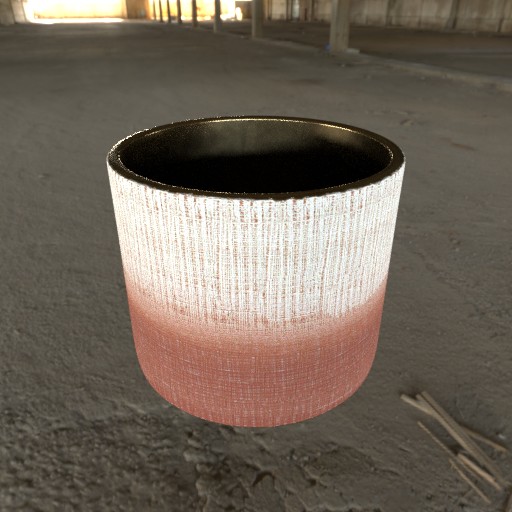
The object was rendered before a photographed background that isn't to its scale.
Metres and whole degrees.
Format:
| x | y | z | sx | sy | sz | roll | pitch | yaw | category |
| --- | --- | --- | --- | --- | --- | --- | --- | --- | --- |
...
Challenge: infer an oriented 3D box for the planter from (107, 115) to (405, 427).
| x | y | z | sx | sy | sz | roll | pitch | yaw | category |
| --- | --- | --- | --- | --- | --- | --- | --- | --- | --- |
| 0.000 | 0.000 | 0.437 | 0.254 | 0.221 | 0.254 | 0 | 29 | 0 | planter |
